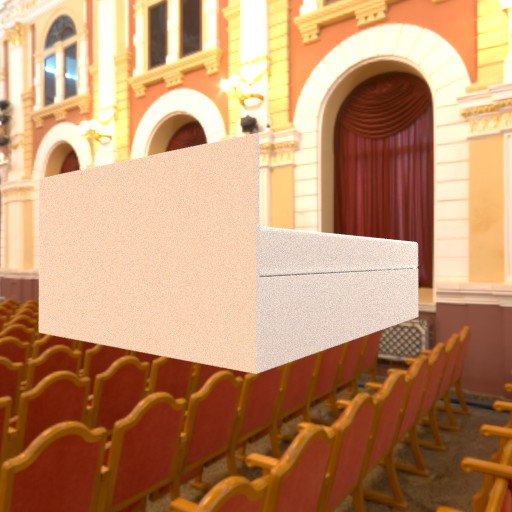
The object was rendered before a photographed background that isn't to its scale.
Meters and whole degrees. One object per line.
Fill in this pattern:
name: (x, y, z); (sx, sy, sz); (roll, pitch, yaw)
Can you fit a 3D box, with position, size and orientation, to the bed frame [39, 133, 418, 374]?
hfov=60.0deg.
bed frame: (0.000, 0.000, 2.652); (1.400, 0.800, 1.900); (0, -1, 36)
